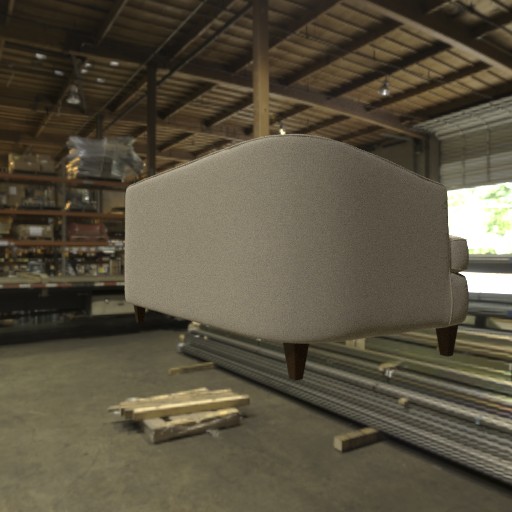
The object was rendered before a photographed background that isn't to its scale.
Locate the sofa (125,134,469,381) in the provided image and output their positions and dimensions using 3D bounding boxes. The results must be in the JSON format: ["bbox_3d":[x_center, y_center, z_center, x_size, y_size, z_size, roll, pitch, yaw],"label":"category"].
[{"bbox_3d":[0.000,0.000,2.211,0.941,0.855,1.733,0,0,-35],"label":"sofa"}]
